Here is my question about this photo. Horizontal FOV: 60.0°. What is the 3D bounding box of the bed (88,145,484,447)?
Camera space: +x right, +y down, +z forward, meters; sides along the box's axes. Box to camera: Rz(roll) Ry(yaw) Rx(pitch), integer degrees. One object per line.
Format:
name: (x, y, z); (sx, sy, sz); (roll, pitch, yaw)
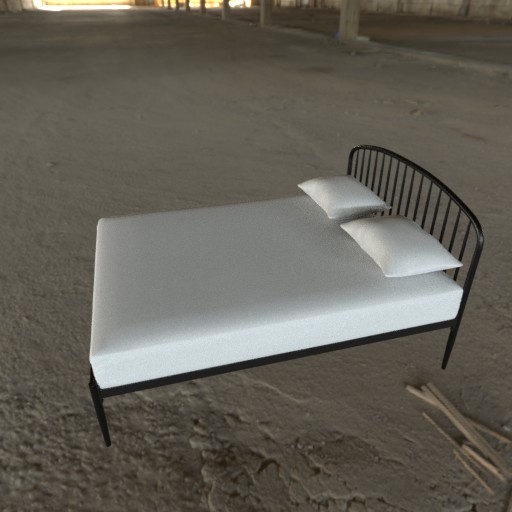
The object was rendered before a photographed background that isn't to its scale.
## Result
bed: (0.000, 0.000, 3.025); (2.159, 1.166, 1.618); (-8, 31, -14)
